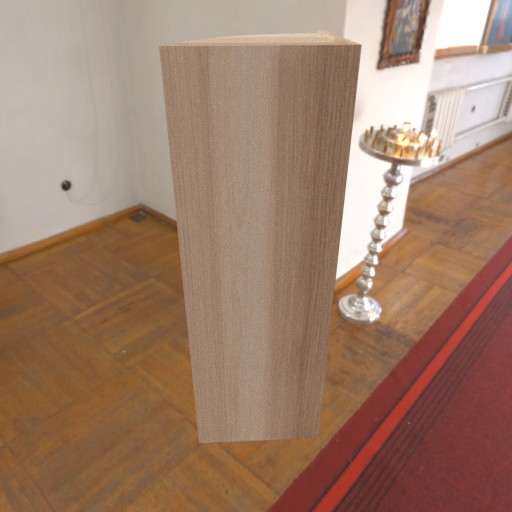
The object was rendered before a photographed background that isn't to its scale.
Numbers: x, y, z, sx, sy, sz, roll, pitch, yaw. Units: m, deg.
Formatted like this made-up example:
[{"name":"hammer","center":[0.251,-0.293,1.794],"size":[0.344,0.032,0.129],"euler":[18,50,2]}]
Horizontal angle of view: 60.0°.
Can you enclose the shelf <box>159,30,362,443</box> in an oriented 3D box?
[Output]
[{"name":"shelf","center":[0.000,0.000,0.979],"size":[0.290,0.872,0.290],"euler":[-2,31,-3]}]
